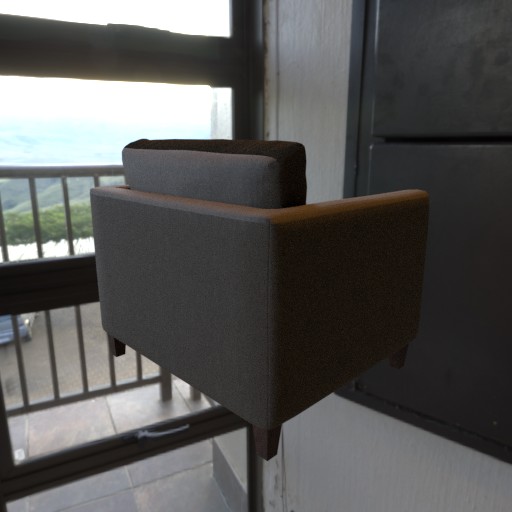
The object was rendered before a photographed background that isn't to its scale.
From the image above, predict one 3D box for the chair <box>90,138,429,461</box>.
[{"bbox_3d":[0.000,0.000,1.876,0.959,0.963,1.107,-14,20,-43],"label":"chair"}]
